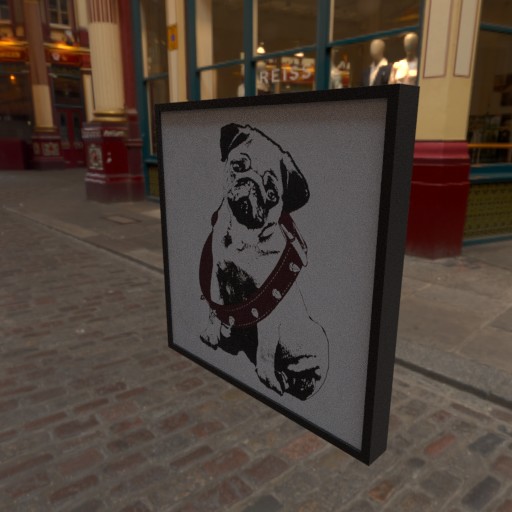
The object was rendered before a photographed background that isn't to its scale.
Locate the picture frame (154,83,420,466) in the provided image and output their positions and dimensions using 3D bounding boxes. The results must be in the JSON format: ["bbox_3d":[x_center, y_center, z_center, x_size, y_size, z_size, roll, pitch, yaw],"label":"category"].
[{"bbox_3d":[0.000,0.000,0.469,0.030,0.317,0.317,-15,21,-42],"label":"picture frame"}]
